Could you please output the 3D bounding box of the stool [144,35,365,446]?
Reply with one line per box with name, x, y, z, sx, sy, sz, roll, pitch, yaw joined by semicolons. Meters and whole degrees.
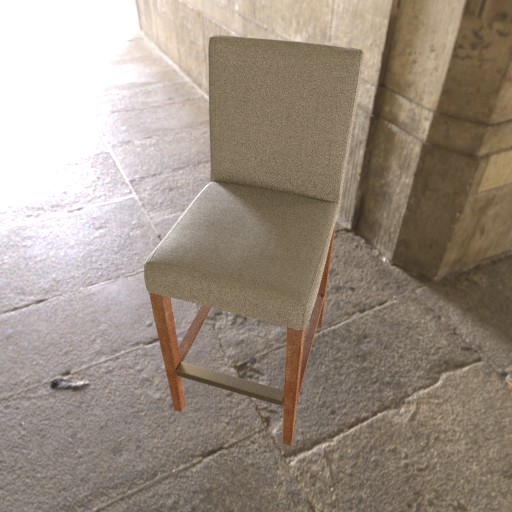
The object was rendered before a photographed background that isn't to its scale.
stool;0.000;0.000;1.341;0.439;1.088;0.570;12;42;13
